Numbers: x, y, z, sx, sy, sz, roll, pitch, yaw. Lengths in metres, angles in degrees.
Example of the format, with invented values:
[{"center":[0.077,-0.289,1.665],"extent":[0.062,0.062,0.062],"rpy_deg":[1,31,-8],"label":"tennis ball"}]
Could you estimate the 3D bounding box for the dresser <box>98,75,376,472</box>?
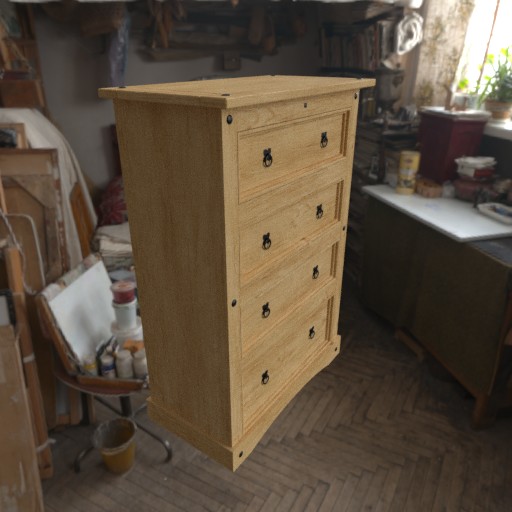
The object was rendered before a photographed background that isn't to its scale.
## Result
[{"center":[0.000,0.000,1.775],"extent":[0.485,1.300,0.915],"rpy_deg":[17,30,32],"label":"dresser"}]
